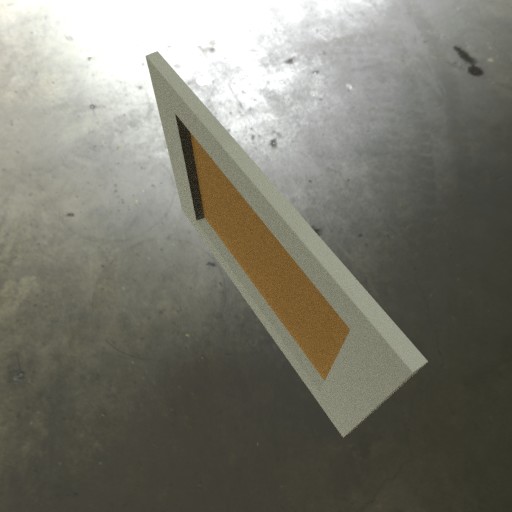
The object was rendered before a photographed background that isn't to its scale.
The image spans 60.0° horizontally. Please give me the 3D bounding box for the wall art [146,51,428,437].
[{"bbox_3d":[0.000,0.000,1.128,0.033,0.617,0.906,-30,64,-16],"label":"wall art"}]
